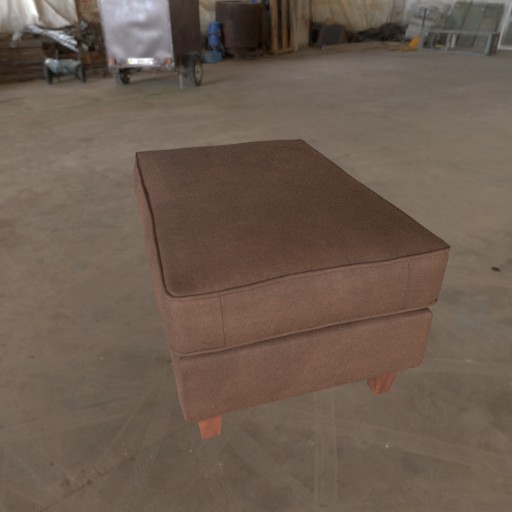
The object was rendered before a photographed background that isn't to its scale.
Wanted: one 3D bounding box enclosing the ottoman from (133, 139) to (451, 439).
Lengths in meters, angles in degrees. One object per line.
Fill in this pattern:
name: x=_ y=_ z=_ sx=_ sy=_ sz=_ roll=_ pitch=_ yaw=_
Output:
ottoman: x=0.000 y=0.000 z=1.248 sx=0.596 sy=0.481 sz=0.860 roll=-9 pitch=32 yaw=-15
